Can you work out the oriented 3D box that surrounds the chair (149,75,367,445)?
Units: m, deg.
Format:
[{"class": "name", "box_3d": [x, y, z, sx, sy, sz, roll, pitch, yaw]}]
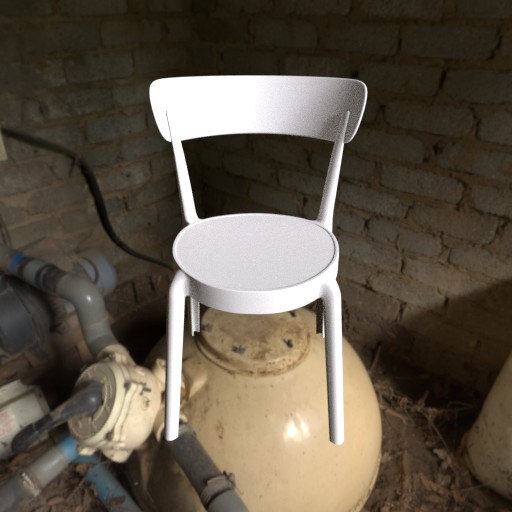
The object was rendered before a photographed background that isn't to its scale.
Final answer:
[{"class": "chair", "box_3d": [0.000, 0.000, 1.115, 0.506, 0.790, 0.491, 1, 30, 1]}]
